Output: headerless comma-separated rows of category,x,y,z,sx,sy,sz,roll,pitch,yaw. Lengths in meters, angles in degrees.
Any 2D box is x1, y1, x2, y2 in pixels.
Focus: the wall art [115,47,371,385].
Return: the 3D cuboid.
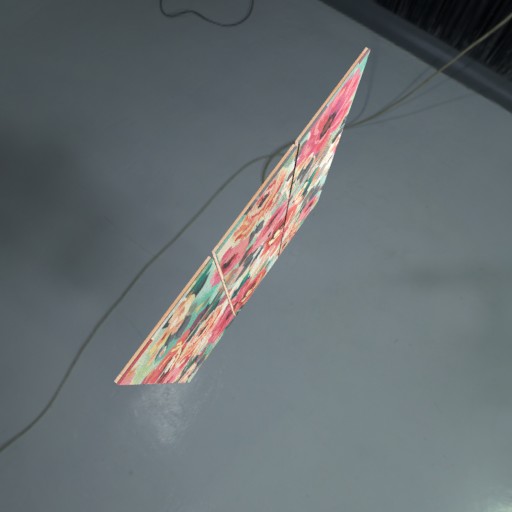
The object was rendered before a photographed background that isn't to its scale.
wall art,0.000,0.000,1.366,0.012,0.910,0.911,34,77,9
